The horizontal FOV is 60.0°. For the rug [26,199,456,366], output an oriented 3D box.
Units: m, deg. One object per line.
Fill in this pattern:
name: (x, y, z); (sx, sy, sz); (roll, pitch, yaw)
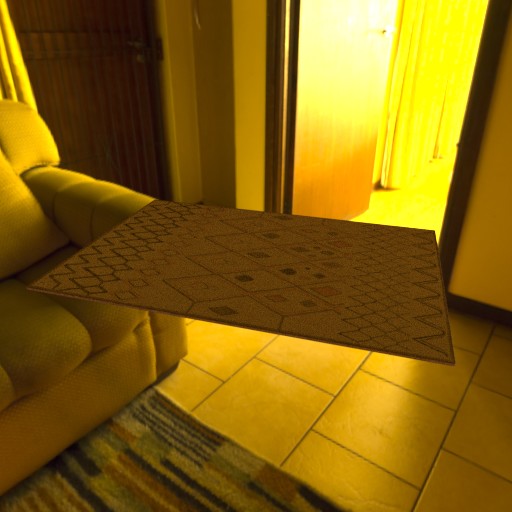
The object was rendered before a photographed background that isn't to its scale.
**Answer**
rug: (0.000, 0.000, 2.309); (1.829, 0.016, 1.219); (8, 28, 15)
